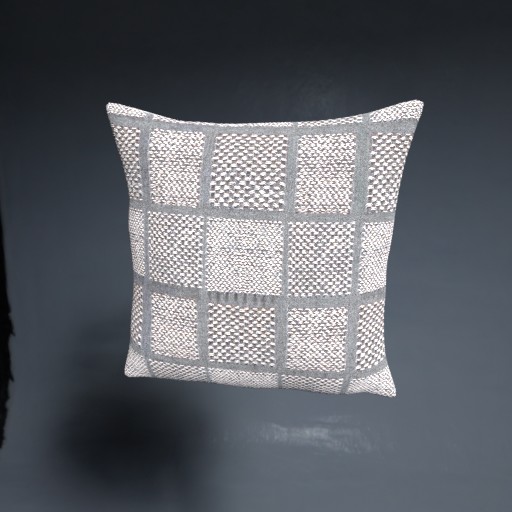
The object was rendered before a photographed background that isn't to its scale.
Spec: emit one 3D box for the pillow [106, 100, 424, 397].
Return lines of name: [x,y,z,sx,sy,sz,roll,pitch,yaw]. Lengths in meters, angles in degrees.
pillow: [0.000,0.000,0.653,0.435,0.432,0.138,2,15,8]
